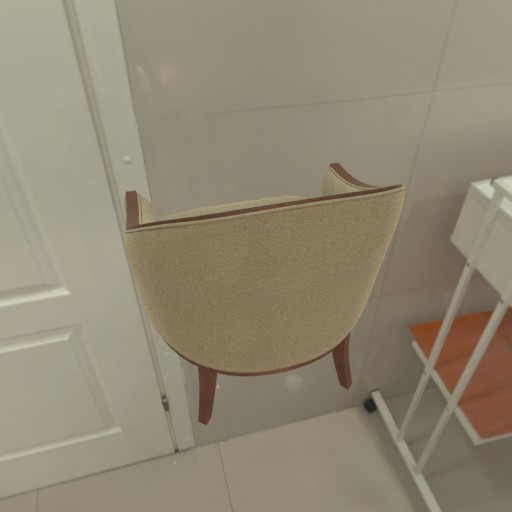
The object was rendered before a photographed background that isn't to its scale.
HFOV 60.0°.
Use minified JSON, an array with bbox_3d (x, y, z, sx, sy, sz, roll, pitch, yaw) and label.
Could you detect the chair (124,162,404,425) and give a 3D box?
[{"bbox_3d":[0.000,0.000,1.488,0.803,0.876,0.735,-10,41,-12],"label":"chair"}]
